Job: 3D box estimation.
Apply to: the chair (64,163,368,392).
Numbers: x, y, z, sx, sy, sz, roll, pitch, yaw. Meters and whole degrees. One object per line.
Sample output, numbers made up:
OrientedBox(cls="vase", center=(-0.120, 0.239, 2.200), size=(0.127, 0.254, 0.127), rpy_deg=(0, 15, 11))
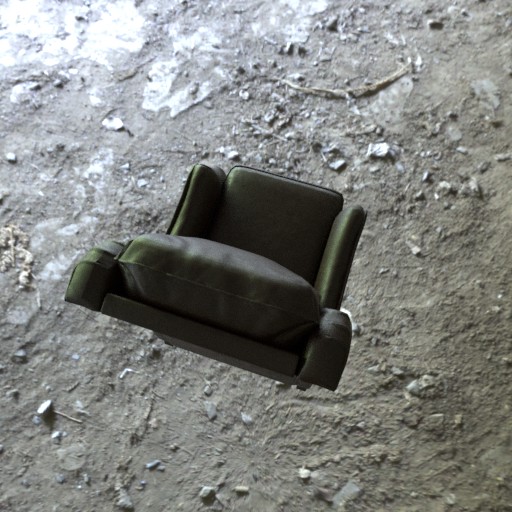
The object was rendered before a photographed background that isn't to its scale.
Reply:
OrientedBox(cls="chair", center=(0.000, 0.000, 1.733), size=(0.770, 1.132, 0.982), rpy_deg=(17, 66, 8))
